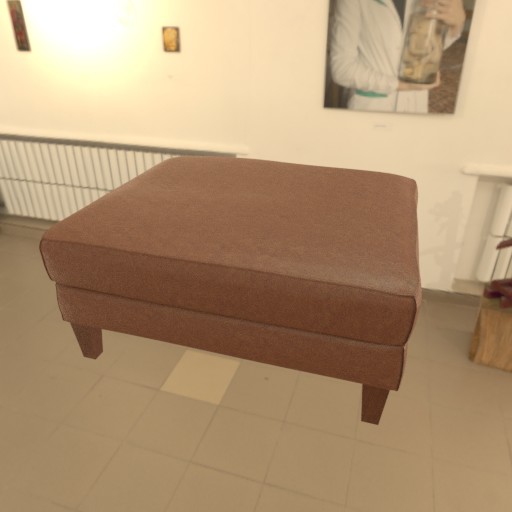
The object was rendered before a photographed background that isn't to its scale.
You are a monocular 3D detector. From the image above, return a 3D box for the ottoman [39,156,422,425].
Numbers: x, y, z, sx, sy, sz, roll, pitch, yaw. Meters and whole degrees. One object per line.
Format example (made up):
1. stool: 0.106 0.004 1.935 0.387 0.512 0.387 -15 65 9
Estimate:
1. ottoman: 0.000 0.000 1.471 0.987 0.472 0.836 8 29 15
